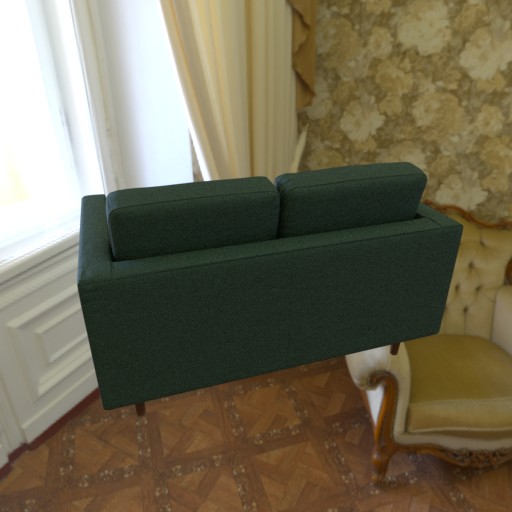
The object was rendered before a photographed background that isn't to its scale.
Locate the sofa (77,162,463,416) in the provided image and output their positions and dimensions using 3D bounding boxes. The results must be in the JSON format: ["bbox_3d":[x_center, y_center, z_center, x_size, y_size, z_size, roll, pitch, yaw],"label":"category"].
[{"bbox_3d":[0.000,0.000,2.008,1.430,0.899,0.879,-9,29,-16],"label":"sofa"}]
